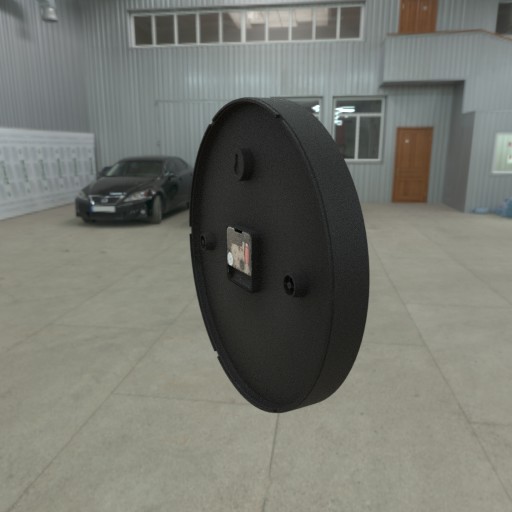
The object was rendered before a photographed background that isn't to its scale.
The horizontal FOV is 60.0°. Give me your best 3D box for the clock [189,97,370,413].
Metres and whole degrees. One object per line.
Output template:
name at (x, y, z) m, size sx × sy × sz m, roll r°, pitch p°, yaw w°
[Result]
clock at (0.000, 0.000, 0.435) m, size 0.040 × 0.293 × 0.293 m, roll -7°, pitch 15°, yaw -26°
